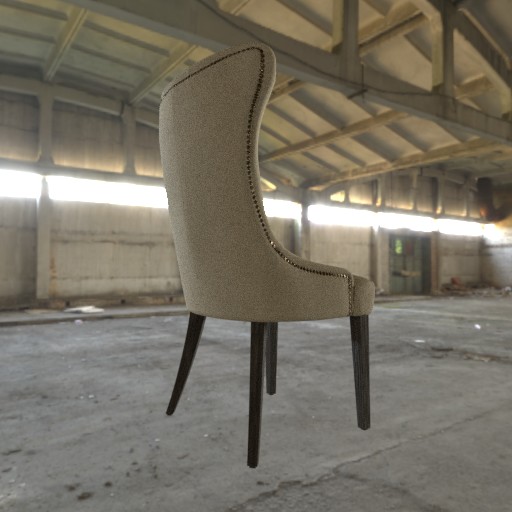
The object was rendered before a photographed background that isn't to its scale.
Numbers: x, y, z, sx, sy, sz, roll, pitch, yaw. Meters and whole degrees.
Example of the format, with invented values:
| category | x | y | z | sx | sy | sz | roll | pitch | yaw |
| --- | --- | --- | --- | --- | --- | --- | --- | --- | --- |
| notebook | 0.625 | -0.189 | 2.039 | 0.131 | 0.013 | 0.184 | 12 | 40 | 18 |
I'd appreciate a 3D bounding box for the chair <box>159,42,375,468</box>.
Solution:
| category | x | y | z | sx | sy | sz | roll | pitch | yaw |
| --- | --- | --- | --- | --- | --- | --- | --- | --- | --- |
| chair | 0.000 | 0.000 | 1.421 | 0.590 | 1.065 | 0.584 | 1 | -2 | -35 |
